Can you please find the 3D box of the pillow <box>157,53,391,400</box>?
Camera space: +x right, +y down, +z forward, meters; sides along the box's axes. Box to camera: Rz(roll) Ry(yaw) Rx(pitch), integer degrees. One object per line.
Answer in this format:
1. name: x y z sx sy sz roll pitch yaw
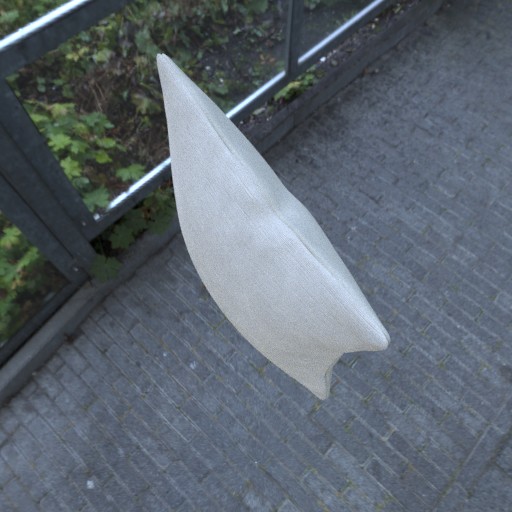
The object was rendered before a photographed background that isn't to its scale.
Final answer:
1. pillow: 0.000 0.000 0.657 0.162 0.420 0.437 -31 69 -13
